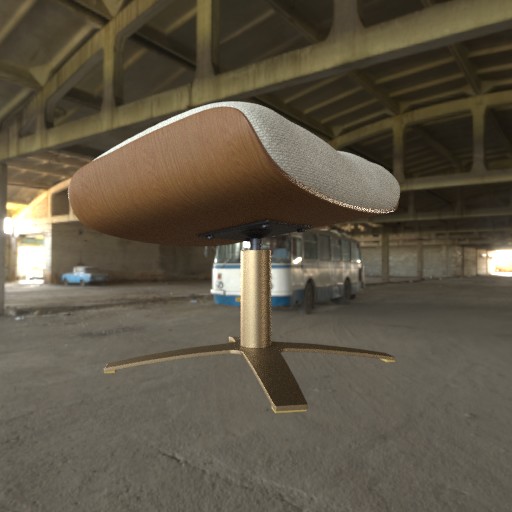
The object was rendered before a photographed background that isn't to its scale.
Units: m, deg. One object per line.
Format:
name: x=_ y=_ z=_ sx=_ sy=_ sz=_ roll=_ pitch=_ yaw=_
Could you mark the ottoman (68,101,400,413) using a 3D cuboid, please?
ottoman: x=0.000 y=0.000 z=0.799 sx=0.394 sy=0.391 sz=0.520 roll=-1 pitch=-1 yaw=35
